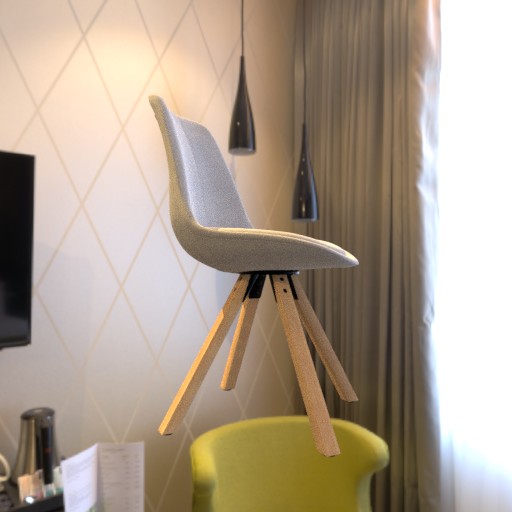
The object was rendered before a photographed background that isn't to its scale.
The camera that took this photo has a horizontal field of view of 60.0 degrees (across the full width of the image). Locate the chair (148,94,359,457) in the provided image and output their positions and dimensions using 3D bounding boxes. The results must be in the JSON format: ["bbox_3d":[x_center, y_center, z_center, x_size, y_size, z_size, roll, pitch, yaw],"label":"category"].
[{"bbox_3d":[0.000,0.000,1.215,0.549,0.863,0.474,0,-1,19],"label":"chair"}]
